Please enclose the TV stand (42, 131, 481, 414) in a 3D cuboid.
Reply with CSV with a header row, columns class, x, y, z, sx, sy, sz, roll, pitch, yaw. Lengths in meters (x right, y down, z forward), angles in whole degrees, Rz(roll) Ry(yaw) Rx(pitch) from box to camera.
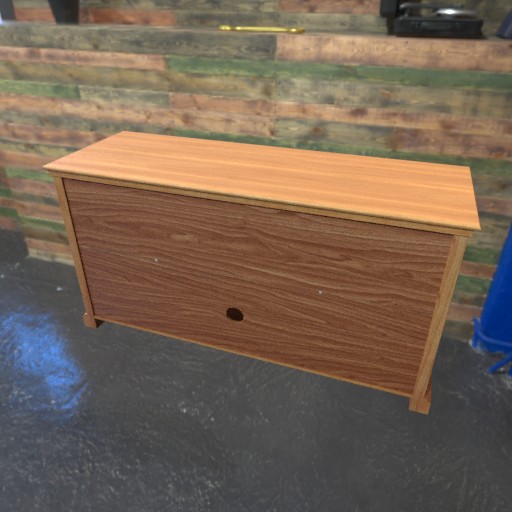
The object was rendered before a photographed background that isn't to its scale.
class,x,y,z,sx,sy,sz,roll,pitch,yaw
TV stand,0.000,0.000,1.443,1.181,0.607,0.417,10,32,17
